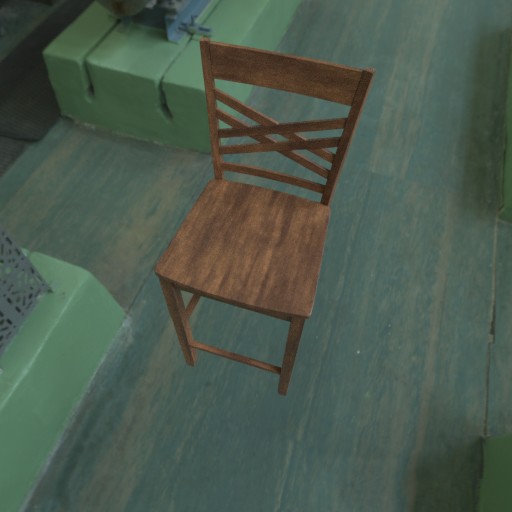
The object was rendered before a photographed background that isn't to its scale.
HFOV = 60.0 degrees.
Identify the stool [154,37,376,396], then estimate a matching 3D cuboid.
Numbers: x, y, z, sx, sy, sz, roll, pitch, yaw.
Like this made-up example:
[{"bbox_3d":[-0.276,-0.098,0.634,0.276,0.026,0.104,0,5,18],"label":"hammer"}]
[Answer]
[{"bbox_3d":[0.000,0.000,1.396,0.433,1.105,0.487,15,58,10],"label":"stool"}]
